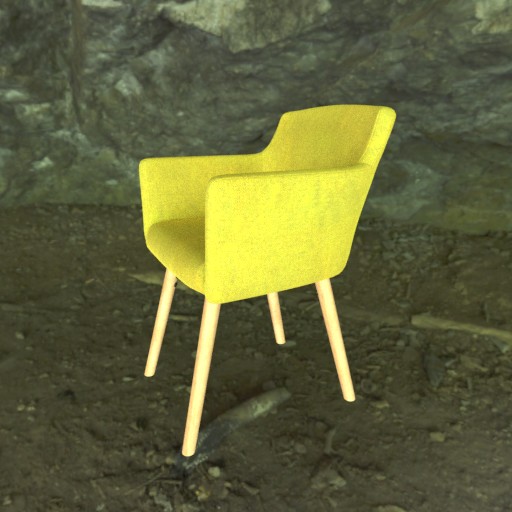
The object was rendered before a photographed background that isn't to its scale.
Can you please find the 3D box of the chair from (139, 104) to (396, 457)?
[{"bbox_3d":[0.000,0.000,1.193,0.570,0.780,0.570,-8,18,-26],"label":"chair"}]
